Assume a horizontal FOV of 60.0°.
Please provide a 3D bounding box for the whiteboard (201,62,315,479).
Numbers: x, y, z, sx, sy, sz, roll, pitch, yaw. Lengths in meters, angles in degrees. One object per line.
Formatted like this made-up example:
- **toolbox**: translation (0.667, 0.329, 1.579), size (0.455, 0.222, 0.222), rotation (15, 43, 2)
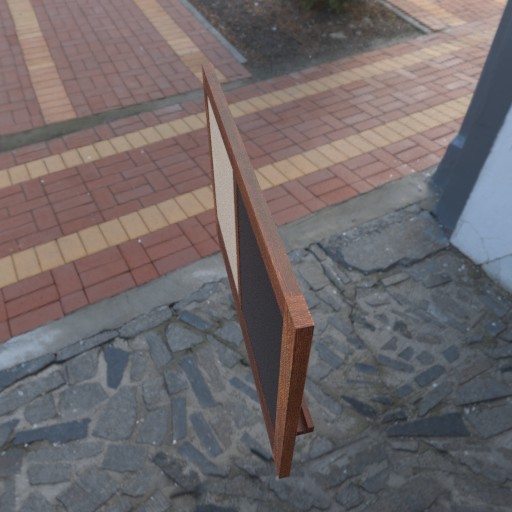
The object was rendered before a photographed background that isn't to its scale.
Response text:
- **whiteboard**: translation (0.000, 0.000, 0.993), size (0.083, 0.553, 0.768), rotation (-10, 47, -9)
